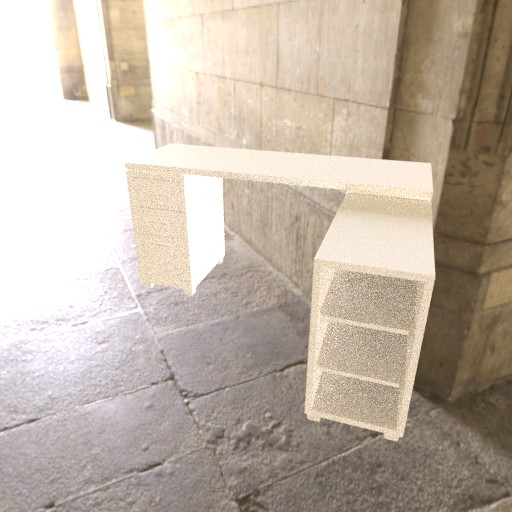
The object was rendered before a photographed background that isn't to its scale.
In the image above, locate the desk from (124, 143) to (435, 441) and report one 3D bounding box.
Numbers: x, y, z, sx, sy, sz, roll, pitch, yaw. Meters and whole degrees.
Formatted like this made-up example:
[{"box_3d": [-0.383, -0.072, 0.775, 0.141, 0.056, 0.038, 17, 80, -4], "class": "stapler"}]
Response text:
[{"box_3d": [0.000, 0.000, 2.187, 1.524, 0.759, 1.199, 8, 27, 17], "class": "desk"}]
